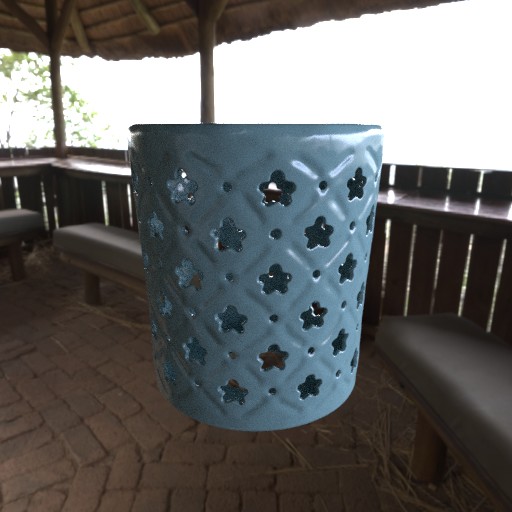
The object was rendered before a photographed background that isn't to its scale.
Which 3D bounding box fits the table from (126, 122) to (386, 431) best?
[{"bbox_3d":[0.000,0.000,0.669,0.352,0.387,0.352,0,16,0],"label":"table"}]
